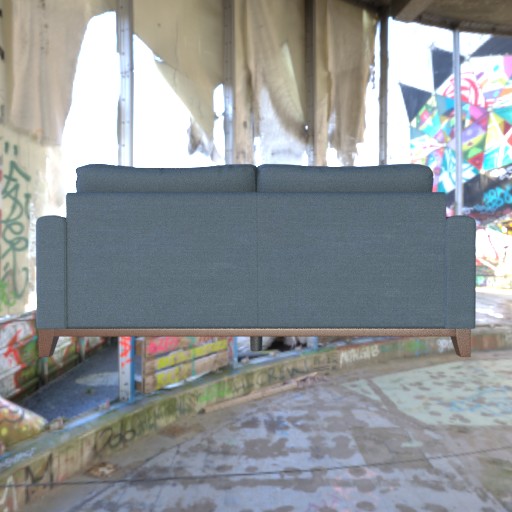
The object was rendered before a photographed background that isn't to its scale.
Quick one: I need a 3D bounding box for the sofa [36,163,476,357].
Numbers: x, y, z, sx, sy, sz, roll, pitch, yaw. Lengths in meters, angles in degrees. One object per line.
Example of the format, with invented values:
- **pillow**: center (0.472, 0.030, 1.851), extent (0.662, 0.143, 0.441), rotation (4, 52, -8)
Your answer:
- **sofa**: center (0.000, 0.000, 2.339), extent (1.900, 0.865, 0.877), rotation (0, 1, 0)
